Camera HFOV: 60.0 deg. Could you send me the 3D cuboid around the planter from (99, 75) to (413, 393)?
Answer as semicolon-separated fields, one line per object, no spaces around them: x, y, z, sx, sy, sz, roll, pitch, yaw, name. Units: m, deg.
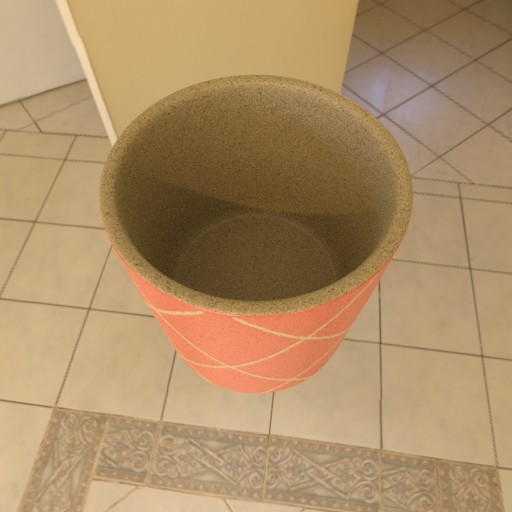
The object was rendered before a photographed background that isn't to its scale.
0.000;0.000;0.424;0.227;0.235;0.227;0;58;0;planter
